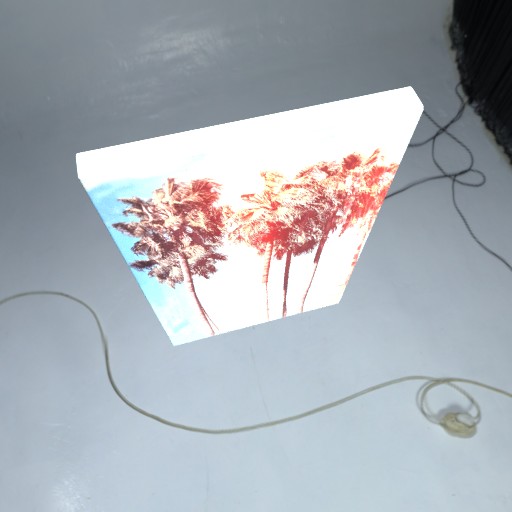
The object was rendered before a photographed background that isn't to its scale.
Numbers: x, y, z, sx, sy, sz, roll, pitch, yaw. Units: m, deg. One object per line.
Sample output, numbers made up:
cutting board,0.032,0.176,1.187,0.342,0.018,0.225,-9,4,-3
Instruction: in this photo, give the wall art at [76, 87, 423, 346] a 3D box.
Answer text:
wall art,0.000,0.000,0.771,0.401,0.610,0.038,-14,63,-7
